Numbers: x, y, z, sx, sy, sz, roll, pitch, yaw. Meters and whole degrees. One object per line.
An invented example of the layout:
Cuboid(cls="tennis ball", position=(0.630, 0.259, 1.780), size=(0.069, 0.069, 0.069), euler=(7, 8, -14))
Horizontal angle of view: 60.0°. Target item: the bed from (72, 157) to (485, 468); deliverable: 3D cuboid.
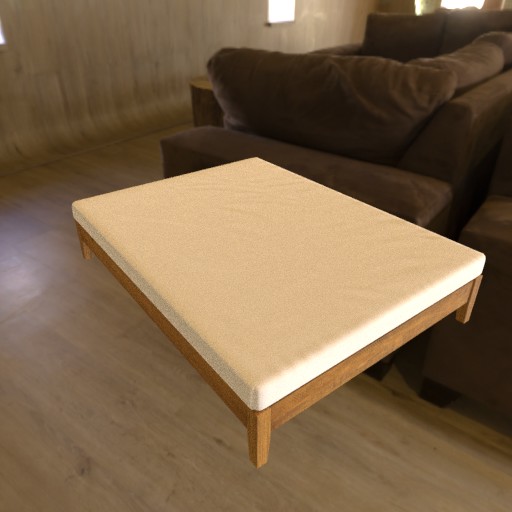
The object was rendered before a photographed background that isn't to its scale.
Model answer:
Cuboid(cls="bed", position=(0.000, 0.000, 2.705), size=(1.536, 0.431, 2.016), euler=(-21, 37, -31))
